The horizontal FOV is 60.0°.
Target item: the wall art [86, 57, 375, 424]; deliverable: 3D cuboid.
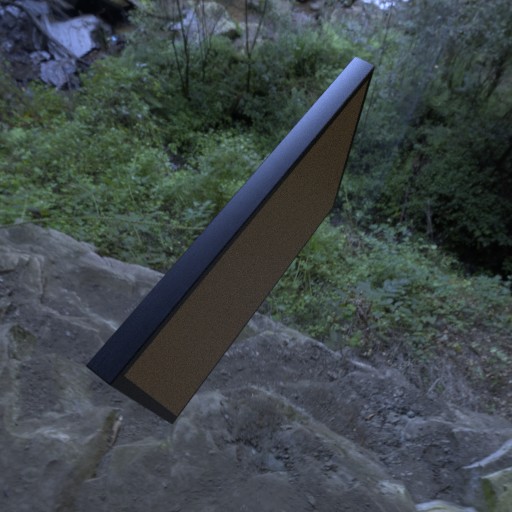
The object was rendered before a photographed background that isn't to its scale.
[{"bbox_3d":[0.000,0.000,0.783,0.038,0.409,0.610,32,68,15],"label":"wall art"}]
